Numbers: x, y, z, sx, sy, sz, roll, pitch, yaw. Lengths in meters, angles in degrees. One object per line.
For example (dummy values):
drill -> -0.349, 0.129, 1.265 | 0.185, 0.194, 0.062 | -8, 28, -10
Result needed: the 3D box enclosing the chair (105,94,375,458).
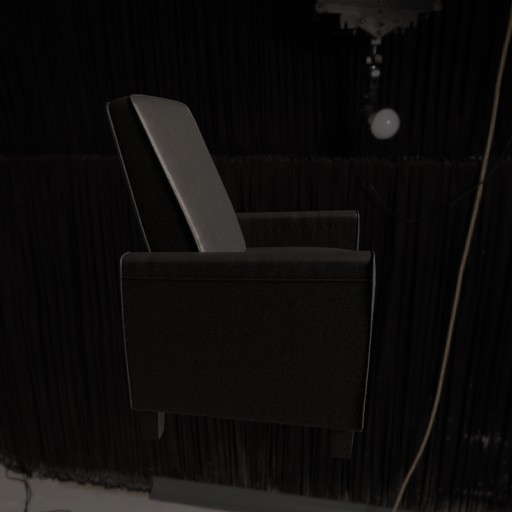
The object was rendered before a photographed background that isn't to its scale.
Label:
chair -> 0.000, 0.000, 1.496 | 0.746, 1.013, 0.705 | 2, 16, 8
